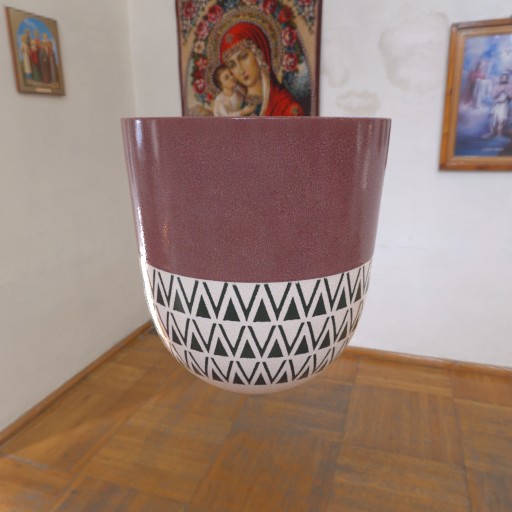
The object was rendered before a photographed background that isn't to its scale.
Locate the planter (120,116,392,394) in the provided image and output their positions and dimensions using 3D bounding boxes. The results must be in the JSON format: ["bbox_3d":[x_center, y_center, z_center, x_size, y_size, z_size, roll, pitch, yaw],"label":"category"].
[{"bbox_3d":[0.000,0.000,0.361,0.195,0.214,0.195,0,17,0],"label":"planter"}]
